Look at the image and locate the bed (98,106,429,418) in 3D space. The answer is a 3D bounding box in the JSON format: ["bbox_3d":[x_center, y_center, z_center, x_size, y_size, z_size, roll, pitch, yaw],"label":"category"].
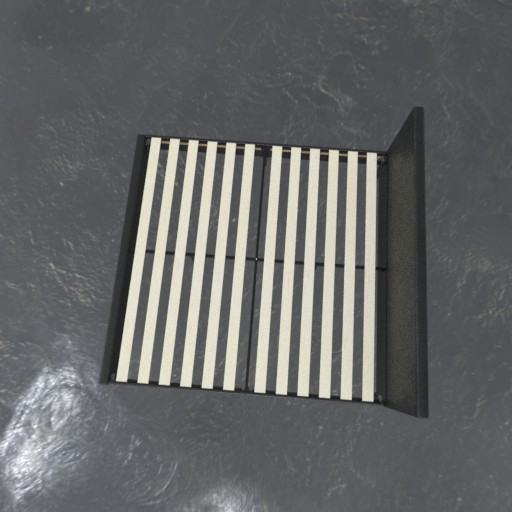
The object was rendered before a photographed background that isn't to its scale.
[{"bbox_3d":[0.000,0.000,3.304,2.152,1.046,2.018,4,76,1],"label":"bed"}]
